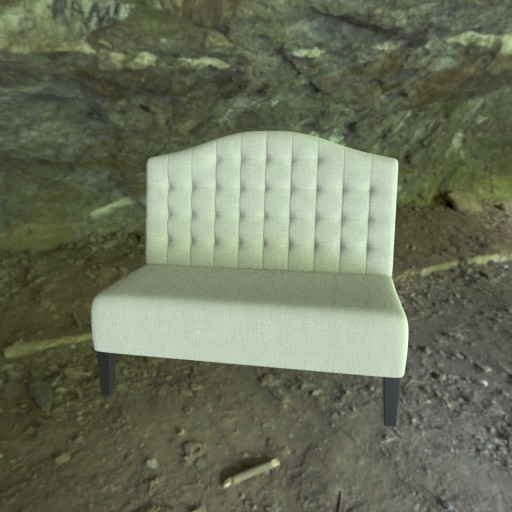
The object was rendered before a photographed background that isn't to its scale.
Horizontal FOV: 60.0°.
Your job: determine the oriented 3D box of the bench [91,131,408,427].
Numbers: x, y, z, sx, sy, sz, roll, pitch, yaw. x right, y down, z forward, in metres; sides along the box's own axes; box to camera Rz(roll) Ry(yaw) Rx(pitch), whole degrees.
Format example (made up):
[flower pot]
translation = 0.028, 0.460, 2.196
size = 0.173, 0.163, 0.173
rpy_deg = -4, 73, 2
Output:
[bench]
translation = 0.000, 0.000, 2.134
size = 1.335, 1.180, 0.815
rpy_deg = 3, 14, 10
